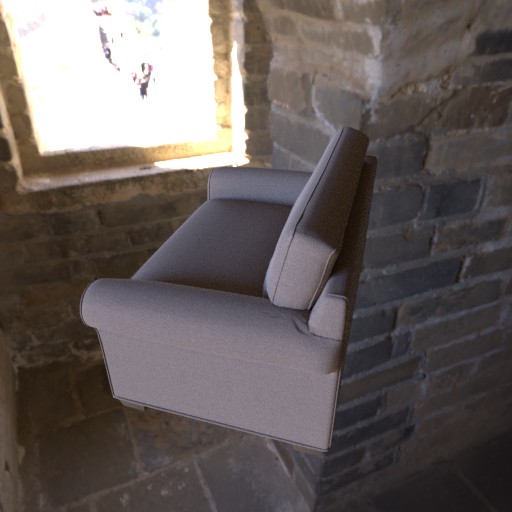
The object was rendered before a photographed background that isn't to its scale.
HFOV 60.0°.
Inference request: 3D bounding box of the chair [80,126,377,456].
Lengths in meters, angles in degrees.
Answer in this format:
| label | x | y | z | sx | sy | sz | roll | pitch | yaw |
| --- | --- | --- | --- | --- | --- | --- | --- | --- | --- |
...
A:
| label | x | y | z | sx | sy | sz | roll | pitch | yaw |
| --- | --- | --- | --- | --- | --- | --- | --- | --- | --- |
| chair | 0.000 | 0.000 | 2.028 | 0.930 | 0.930 | 1.390 | 9 | 32 | 14 |
